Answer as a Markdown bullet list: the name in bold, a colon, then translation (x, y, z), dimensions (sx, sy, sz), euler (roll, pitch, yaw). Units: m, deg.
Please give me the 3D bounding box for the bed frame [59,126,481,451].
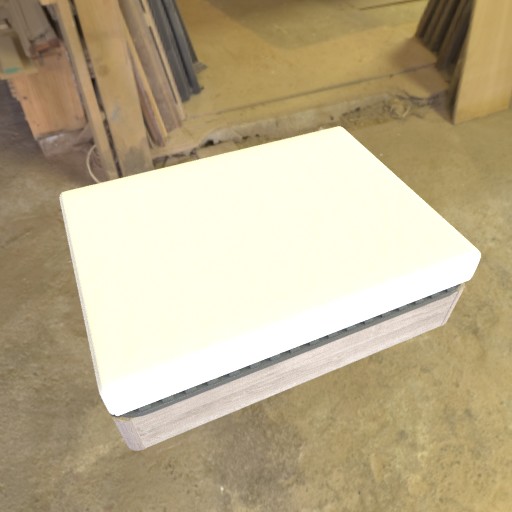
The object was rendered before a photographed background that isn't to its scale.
- **bed frame**: translation (0.000, 0.000, 2.567), dimensions (1.900, 0.561, 1.400), euler (-17, 48, -16)
